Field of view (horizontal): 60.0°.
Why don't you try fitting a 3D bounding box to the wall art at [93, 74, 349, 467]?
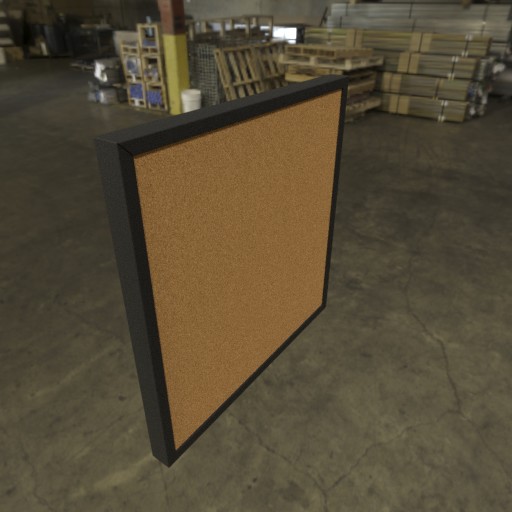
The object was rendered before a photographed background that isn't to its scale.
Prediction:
[{"bbox_3d":[0.000,0.000,0.742,0.037,0.508,0.508,20,36,30],"label":"wall art"}]
